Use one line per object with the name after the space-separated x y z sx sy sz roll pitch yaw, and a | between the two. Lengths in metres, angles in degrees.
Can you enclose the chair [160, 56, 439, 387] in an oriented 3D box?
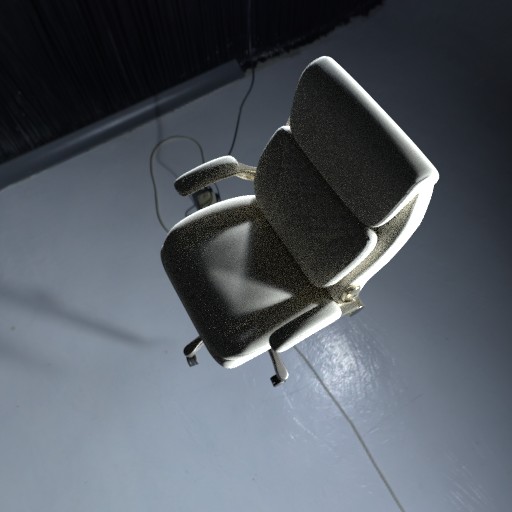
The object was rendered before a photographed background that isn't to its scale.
0.000 0.000 1.593 0.794 1.110 0.740 -31 68 -14 | chair
